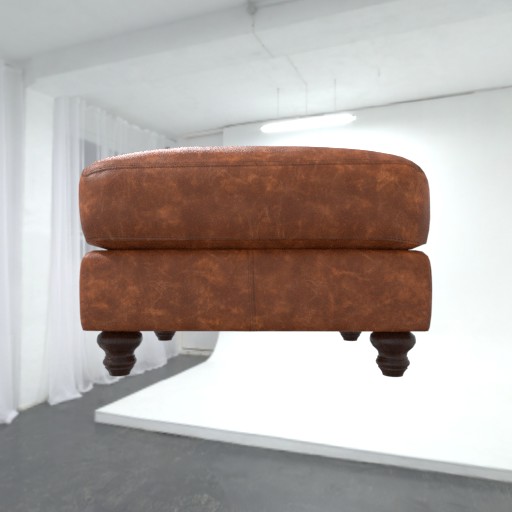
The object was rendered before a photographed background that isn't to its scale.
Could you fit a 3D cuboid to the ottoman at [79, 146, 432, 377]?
[{"bbox_3d":[0.000,0.000,1.277,0.832,0.562,0.657,0,-1,0],"label":"ottoman"}]
